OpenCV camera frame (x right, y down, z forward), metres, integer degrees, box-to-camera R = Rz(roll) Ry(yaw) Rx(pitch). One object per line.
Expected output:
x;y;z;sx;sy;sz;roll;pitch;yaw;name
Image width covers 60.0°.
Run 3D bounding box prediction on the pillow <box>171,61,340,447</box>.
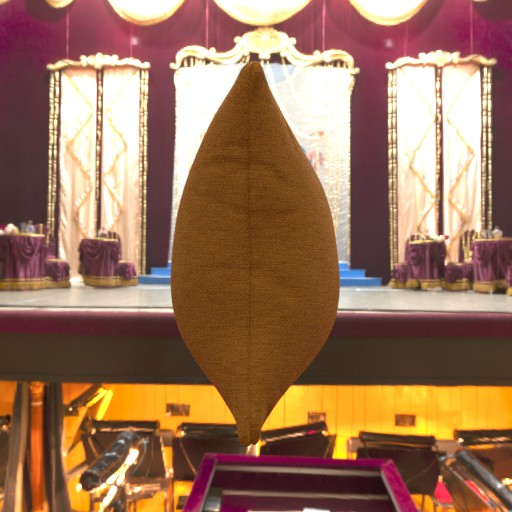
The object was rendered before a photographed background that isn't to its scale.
0.000;0.000;0.684;0.247;0.417;0.435;0;-1;1;pillow
